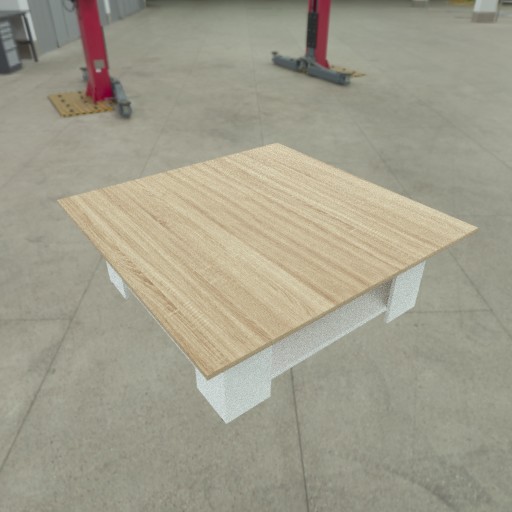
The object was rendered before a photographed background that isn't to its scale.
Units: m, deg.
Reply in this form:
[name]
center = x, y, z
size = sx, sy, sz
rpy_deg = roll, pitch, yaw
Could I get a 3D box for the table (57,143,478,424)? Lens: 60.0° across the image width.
[table]
center = 0.000, 0.000, 1.399
size = 0.890, 0.305, 0.890
rpy_deg = -22, 39, -30
